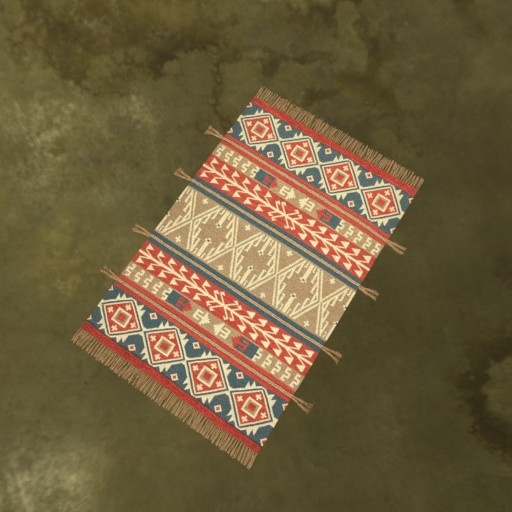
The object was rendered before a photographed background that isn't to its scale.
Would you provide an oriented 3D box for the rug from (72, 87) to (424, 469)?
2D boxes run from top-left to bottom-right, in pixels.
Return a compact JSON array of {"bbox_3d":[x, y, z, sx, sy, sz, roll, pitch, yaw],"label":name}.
[{"bbox_3d":[0.000,0.000,3.222,1.778,0.048,2.450,33,78,8],"label":"rug"}]
